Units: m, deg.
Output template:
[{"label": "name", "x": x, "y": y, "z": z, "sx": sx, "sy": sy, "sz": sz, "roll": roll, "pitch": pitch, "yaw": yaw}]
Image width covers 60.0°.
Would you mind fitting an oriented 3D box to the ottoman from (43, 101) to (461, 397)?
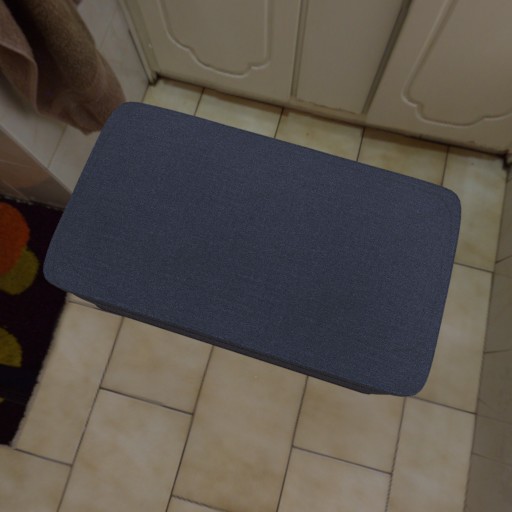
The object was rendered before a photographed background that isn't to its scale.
[{"label": "ottoman", "x": 0.000, "y": 0.000, "z": 1.193, "sx": 0.895, "sy": 0.453, "sz": 0.505, "roll": 17, "pitch": 75, "yaw": 5}]
